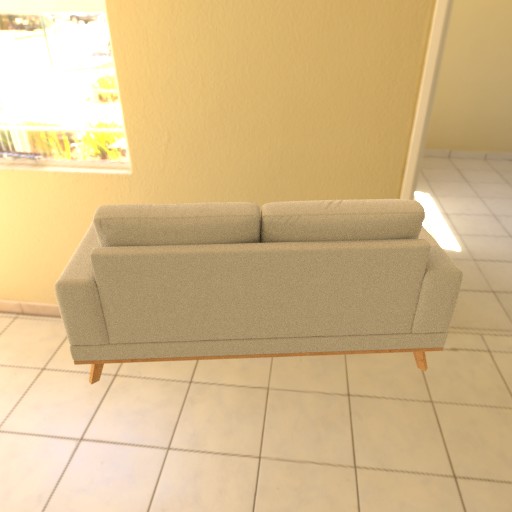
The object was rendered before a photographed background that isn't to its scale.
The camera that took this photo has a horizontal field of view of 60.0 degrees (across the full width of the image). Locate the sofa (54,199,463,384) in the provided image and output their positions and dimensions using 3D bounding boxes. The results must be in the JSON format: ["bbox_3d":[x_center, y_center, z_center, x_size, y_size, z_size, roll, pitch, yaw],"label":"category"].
[{"bbox_3d":[0.000,0.000,2.168,1.651,0.810,0.915,-2,31,-3],"label":"sofa"}]
